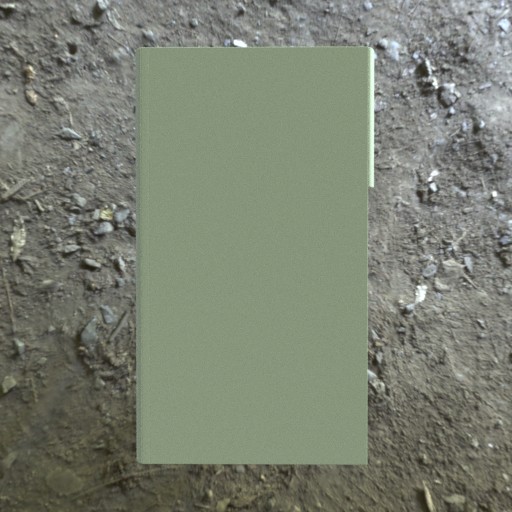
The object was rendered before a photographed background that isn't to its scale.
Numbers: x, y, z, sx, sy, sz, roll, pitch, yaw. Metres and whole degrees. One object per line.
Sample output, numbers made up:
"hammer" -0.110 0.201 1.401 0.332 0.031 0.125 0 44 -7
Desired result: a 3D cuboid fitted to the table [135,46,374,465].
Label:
"table" 0.000 0.000 1.384 0.639 0.442 1.097 0 91 0
